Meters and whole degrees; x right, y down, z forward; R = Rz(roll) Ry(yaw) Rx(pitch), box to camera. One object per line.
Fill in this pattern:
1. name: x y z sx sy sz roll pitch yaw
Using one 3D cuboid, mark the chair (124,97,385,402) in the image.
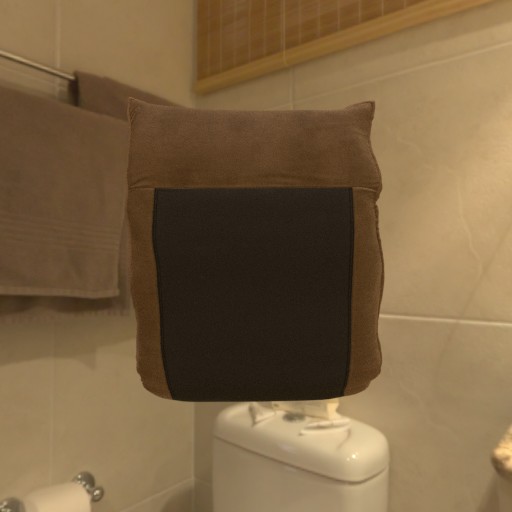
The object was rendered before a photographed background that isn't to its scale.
1. chair: 0.000 0.000 1.575 0.714 0.892 0.985 0 -2 2
